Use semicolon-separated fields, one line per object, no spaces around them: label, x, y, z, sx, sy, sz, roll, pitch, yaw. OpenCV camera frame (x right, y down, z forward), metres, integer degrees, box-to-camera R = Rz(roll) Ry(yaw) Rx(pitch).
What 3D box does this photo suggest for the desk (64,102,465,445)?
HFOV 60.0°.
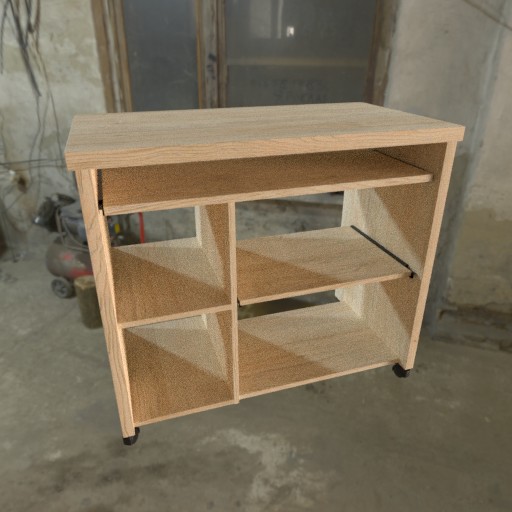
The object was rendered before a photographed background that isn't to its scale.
desk;0.000;0.000;1.296;0.885;0.770;0.480;-8;27;-16
